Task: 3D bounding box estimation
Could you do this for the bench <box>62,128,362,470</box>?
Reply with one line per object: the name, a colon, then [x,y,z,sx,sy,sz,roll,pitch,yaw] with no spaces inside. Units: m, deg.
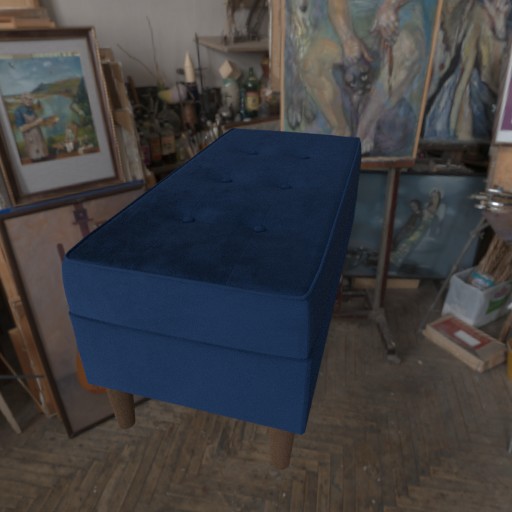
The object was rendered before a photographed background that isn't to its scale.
bench: [0.000,0.000,1.272,0.489,0.467,1.010,8,31,14]
